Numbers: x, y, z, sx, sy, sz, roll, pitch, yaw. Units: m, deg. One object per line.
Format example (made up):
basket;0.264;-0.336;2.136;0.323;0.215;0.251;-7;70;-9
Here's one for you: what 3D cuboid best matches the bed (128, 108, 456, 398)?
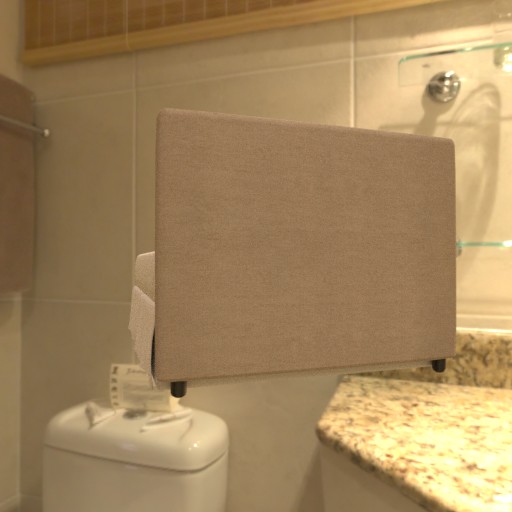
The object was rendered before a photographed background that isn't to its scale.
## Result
bed;0.000;0.000;3.232;1.713;1.330;2.162;0;-1;-18
